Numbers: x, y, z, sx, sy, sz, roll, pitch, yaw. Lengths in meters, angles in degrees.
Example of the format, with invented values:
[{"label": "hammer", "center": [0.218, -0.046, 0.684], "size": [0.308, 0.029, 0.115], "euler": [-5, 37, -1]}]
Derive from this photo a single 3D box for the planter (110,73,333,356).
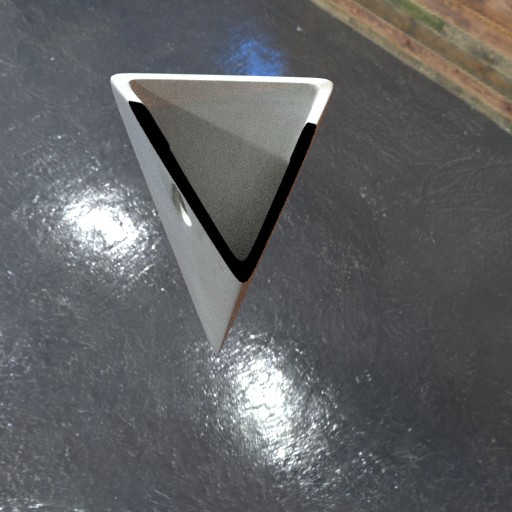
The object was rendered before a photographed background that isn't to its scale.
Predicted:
[{"label": "planter", "center": [0.000, 0.000, 0.155], "size": [0.047, 0.130, 0.058], "euler": [-32, 64, -18]}]
